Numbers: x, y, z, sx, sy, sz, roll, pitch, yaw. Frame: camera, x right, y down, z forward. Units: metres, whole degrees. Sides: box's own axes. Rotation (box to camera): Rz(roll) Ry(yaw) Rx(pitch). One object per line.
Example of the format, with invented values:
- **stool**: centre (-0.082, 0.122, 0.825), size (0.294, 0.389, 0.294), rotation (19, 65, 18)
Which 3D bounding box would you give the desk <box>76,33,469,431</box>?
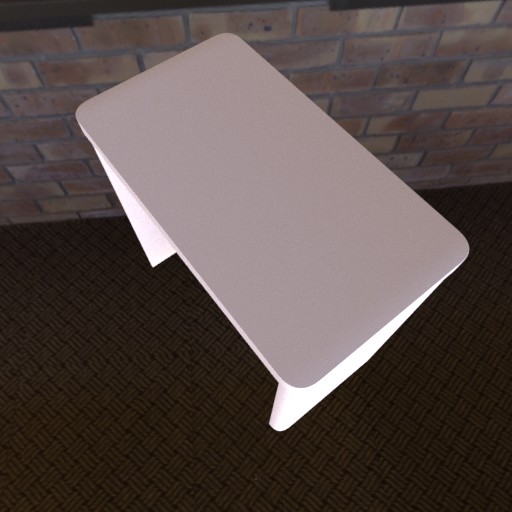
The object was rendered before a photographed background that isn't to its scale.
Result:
- **desk**: centre (0.000, 0.000, 1.251), size (0.446, 0.760, 0.790), rotation (-35, 68, -16)
